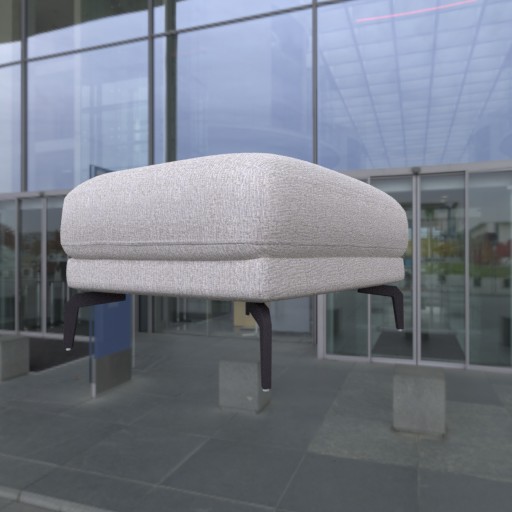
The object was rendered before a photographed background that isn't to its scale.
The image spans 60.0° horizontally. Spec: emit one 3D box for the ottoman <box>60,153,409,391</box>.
[{"bbox_3d":[0.000,0.000,1.111,0.568,0.420,0.772,0,0,35],"label":"ottoman"}]
